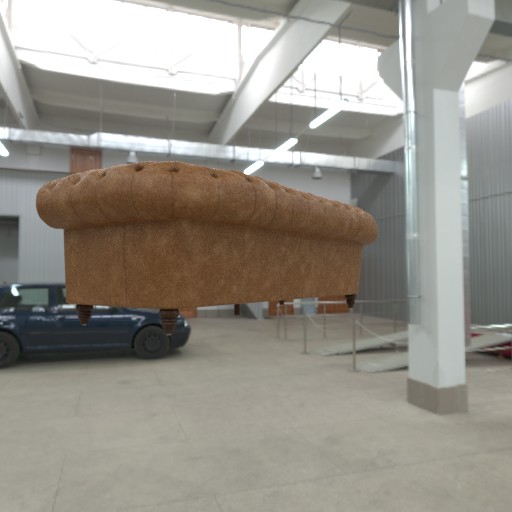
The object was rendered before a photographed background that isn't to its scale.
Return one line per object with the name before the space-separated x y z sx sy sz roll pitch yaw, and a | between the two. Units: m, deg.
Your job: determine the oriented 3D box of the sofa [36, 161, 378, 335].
sofa | 0.000 0.000 2.816 0.989 0.760 2.365 -2 -3 36
